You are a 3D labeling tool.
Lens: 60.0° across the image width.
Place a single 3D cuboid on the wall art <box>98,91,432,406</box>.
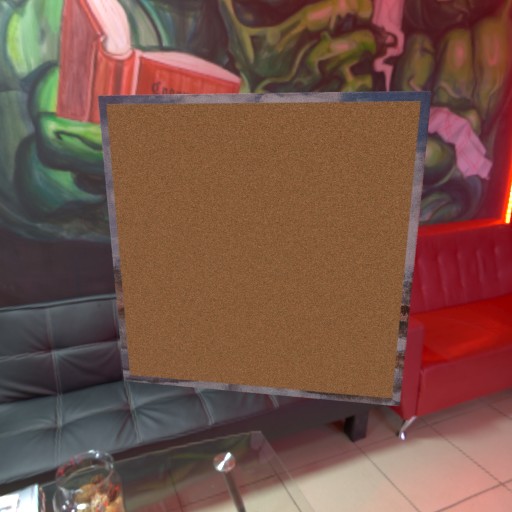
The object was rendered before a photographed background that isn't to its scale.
[{"bbox_3d":[0.000,0.000,1.481,1.010,1.020,0.040,3,16,9],"label":"wall art"}]
